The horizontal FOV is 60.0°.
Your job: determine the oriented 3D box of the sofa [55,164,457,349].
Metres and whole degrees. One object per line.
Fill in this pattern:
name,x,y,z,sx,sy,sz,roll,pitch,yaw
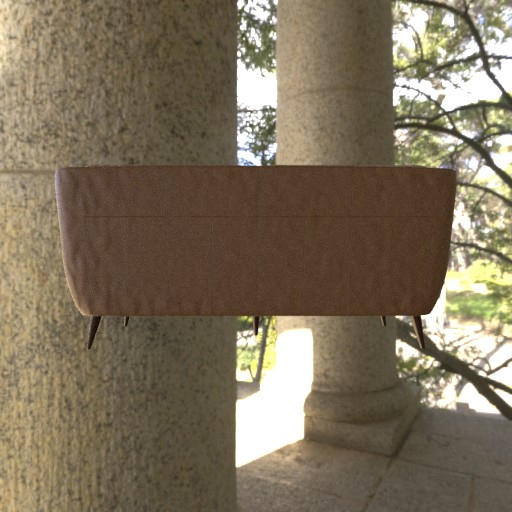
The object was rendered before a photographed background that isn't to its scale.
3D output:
sofa,0.000,0.000,2.357,1.902,0.839,0.904,0,-1,0
